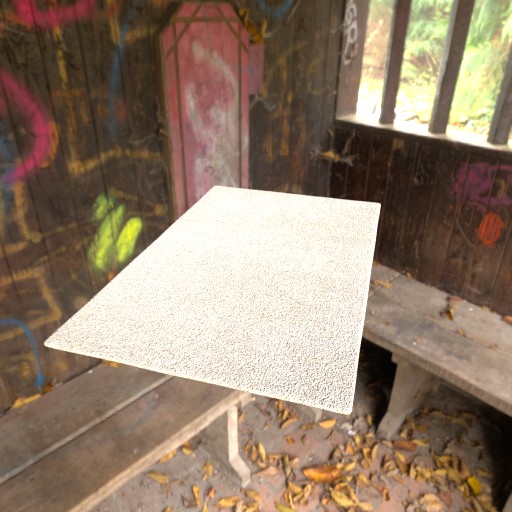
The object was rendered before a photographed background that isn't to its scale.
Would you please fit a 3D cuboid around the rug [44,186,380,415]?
[{"bbox_3d":[0.000,0.000,3.506,1.778,0.030,2.743,8,30,15],"label":"rug"}]
